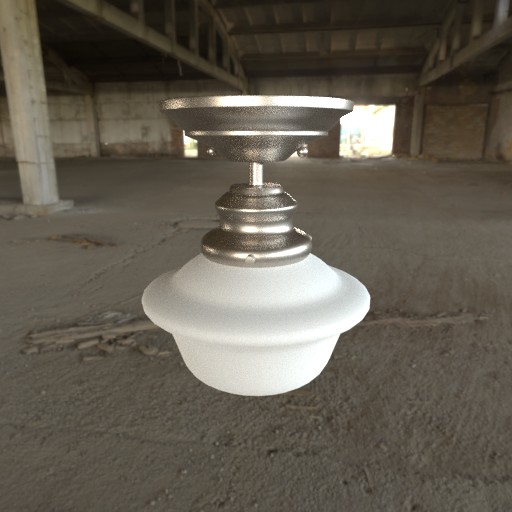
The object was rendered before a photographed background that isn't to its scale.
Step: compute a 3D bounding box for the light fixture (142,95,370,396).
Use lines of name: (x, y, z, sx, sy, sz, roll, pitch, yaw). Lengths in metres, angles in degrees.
light fixture: (0.000, 0.000, 0.388, 0.199, 0.254, 0.199, 0, 15, 0)
